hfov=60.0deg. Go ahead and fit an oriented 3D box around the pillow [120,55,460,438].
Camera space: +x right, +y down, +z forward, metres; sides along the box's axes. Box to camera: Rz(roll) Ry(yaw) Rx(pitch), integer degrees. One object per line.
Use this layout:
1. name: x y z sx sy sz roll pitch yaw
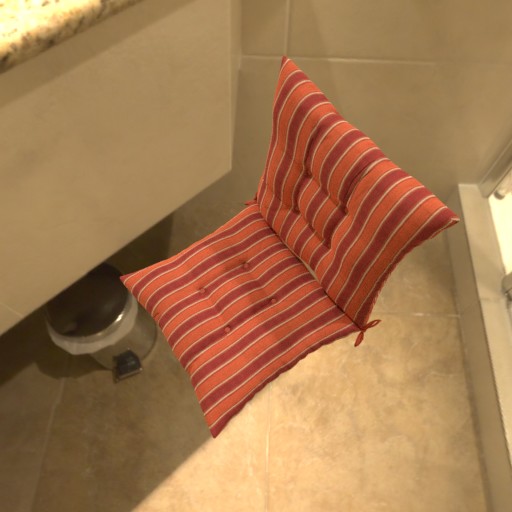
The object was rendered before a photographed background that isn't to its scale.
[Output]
1. pillow: 0.000 0.000 1.018 0.585 0.536 0.541 -31 67 -15
